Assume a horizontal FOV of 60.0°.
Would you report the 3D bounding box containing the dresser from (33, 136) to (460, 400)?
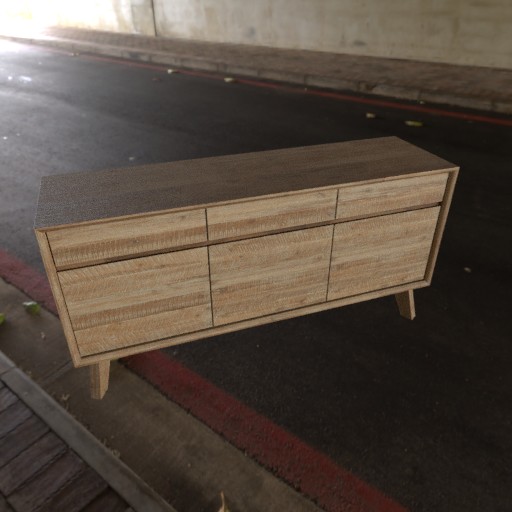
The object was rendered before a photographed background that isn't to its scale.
[{"bbox_3d":[0.000,0.000,1.969,1.602,0.788,0.455,-11,33,-16],"label":"dresser"}]
